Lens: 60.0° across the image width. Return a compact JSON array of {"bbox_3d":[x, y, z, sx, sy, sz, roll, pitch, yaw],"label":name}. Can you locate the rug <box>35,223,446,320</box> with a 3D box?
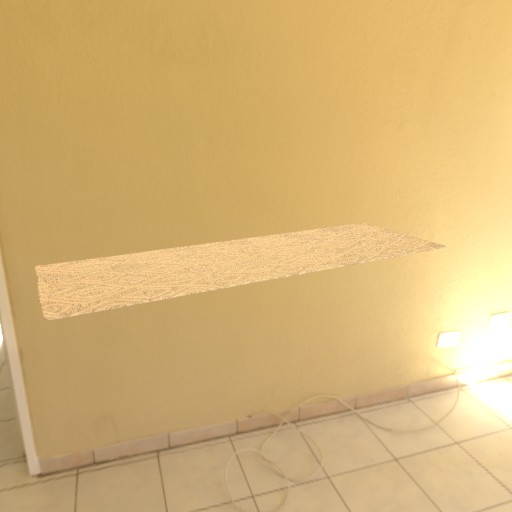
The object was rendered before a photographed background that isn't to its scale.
[{"bbox_3d":[0.000,0.000,2.726,2.436,0.013,0.807,-9,19,-27],"label":"rug"}]
